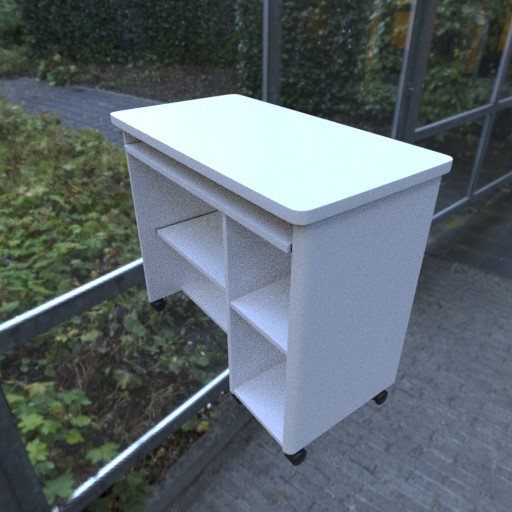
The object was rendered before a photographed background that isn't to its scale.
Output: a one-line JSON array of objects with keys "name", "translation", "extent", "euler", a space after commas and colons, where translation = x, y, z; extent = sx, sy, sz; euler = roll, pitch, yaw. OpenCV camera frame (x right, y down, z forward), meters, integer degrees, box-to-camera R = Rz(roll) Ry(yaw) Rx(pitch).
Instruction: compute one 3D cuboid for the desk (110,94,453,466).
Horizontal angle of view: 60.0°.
[{"name": "desk", "translation": [0.000, 0.000, 1.363], "extent": [0.475, 0.763, 0.877], "euler": [-21, 37, -31]}]
